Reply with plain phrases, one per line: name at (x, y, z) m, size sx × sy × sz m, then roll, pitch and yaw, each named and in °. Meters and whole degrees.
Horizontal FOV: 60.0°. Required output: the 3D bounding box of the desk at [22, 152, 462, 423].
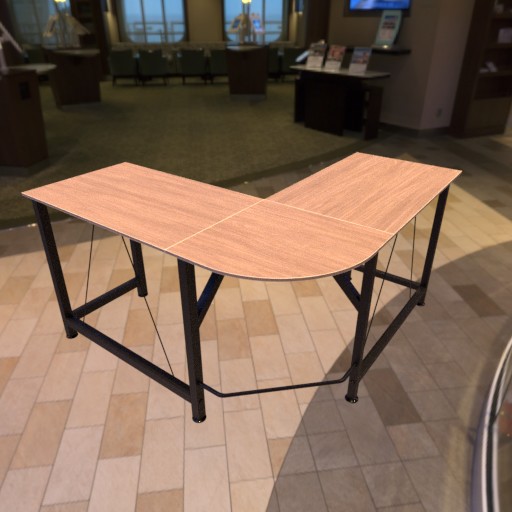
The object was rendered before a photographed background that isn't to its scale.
desk at (0.000, 0.000, 2.160) m, size 1.400 × 0.762 × 1.400 m, roll 20°, pitch 34°, yaw 31°
